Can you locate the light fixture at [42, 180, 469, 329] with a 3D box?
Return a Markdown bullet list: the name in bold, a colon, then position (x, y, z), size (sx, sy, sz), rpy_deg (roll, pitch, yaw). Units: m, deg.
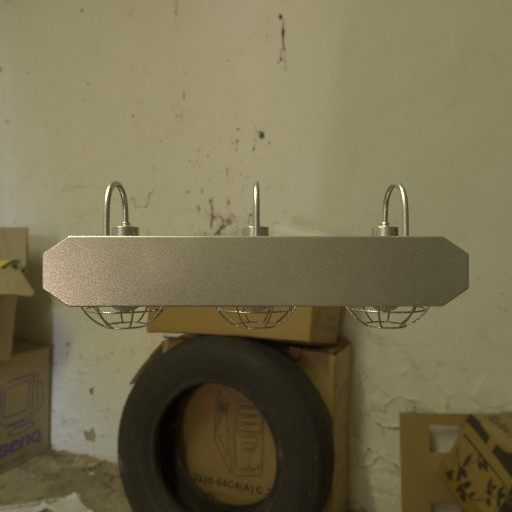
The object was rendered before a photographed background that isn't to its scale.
- **light fixture**: position (0.000, 0.000, 0.771), size (0.634, 0.254, 0.229), rpy_deg (0, 0, -1)
